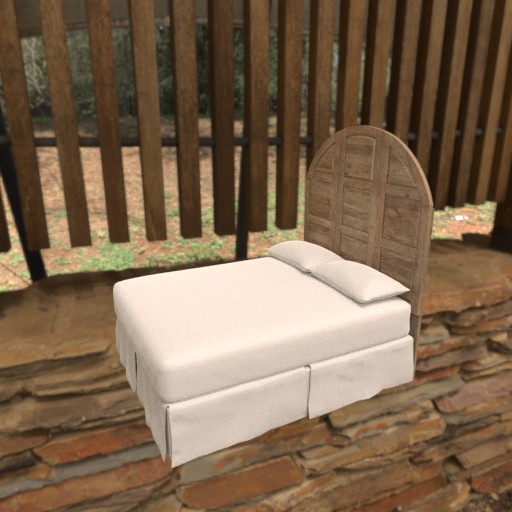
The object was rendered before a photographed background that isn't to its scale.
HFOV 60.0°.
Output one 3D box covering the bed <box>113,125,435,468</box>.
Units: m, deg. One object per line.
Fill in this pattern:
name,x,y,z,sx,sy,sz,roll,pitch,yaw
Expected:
bed,0.000,0.000,3.566,2.112,2.002,1.713,-9,19,-26
